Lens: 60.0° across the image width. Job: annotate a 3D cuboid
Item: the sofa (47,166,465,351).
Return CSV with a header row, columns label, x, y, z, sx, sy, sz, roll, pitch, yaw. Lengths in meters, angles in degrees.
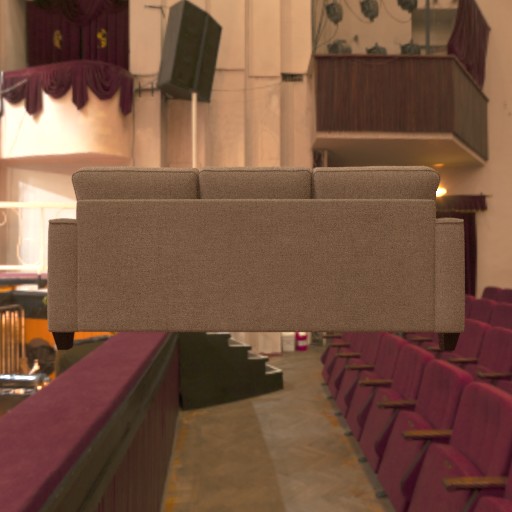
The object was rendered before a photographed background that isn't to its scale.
label,x,y,z,sx,sy,sz,roll,pitch,yaw
sofa,0.000,0.000,2.686,2.133,0.965,0.939,0,0,1
